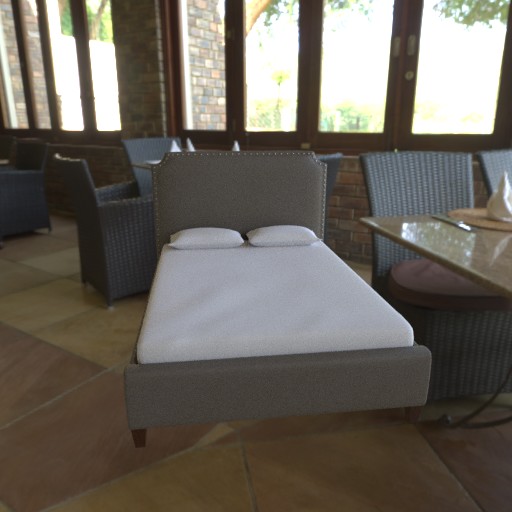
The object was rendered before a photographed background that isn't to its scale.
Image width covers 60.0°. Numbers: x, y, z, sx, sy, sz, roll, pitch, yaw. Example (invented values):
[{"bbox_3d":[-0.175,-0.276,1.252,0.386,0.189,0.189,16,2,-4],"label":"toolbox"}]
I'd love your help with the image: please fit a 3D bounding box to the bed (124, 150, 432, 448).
[{"bbox_3d":[0.000,0.000,3.403,1.712,1.443,2.372,-2,17,-7],"label":"bed"}]
